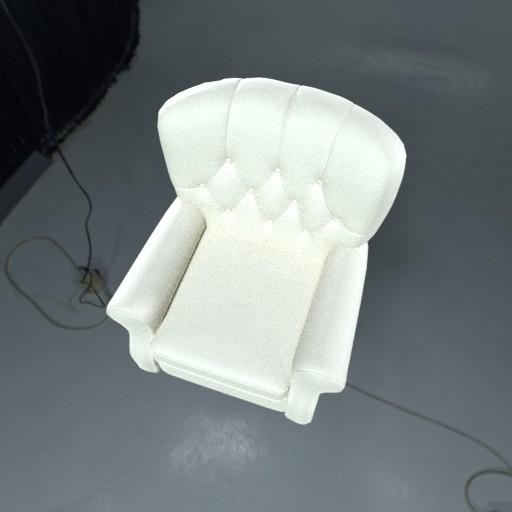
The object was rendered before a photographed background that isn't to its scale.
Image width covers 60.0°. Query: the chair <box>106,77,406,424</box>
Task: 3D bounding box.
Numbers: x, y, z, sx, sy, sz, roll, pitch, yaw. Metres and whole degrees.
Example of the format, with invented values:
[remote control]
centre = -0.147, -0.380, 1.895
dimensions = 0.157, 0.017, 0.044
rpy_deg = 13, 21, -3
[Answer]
[chair]
centre = 0.000, 0.000, 2.044
dimensions = 1.035, 1.169, 1.132
rpy_deg = 16, 59, 10
